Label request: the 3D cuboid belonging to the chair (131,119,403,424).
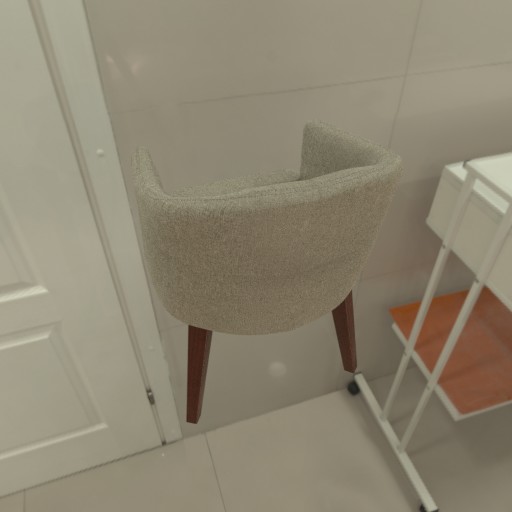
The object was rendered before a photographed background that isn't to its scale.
[{"bbox_3d":[0.000,0.000,1.219,0.583,0.811,0.655,-13,43,-14],"label":"chair"}]
